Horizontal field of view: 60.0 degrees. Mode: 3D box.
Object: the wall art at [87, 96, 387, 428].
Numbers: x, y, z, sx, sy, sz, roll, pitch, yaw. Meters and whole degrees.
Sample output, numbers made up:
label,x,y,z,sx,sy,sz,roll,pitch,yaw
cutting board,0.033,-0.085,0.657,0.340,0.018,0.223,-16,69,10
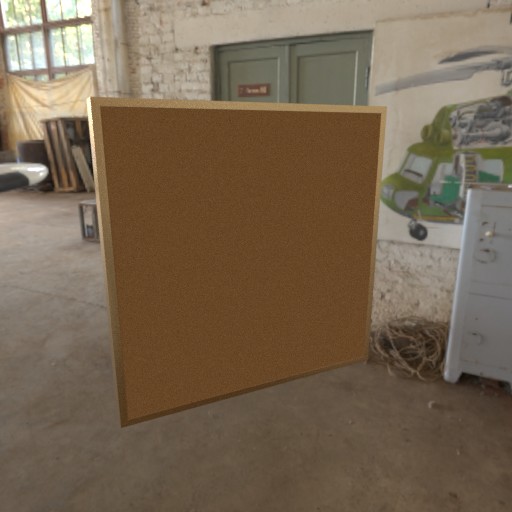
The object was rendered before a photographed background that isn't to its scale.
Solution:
label,x,y,z,sx,sy,sz,roll,pitch,yaw
wall art,0.000,0.000,0.779,0.509,0.509,0.040,-7,17,-25
